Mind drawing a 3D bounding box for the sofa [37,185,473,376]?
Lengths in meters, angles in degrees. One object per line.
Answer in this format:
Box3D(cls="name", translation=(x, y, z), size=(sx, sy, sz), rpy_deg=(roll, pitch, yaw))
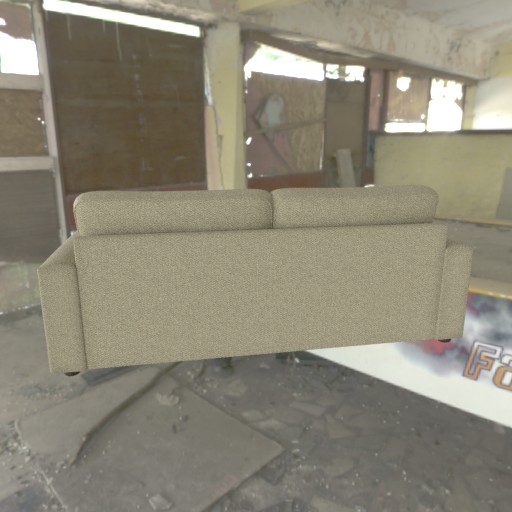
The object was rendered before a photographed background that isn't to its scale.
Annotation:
Box3D(cls="sofa", translation=(0.000, 0.000, 2.670), size=(2.179, 0.873, 1.016), rpy_deg=(-3, 15, -10))
